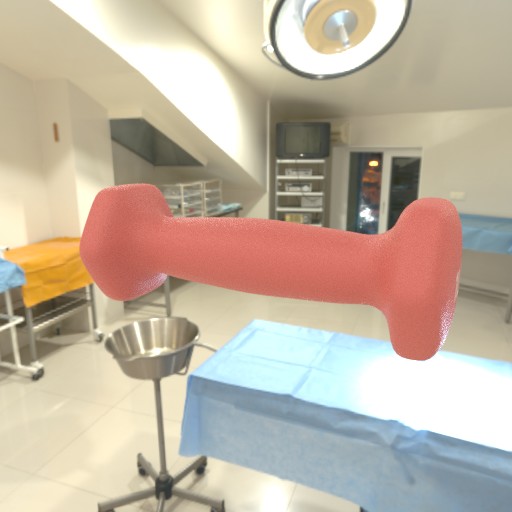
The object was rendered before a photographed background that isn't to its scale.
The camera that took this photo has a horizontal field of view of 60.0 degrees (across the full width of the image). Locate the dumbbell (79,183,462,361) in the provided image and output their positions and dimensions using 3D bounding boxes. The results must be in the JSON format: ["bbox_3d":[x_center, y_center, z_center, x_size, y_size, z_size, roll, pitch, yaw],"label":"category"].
[{"bbox_3d":[0.000,0.000,0.147,0.123,0.043,0.047,7,16,26],"label":"dumbbell"}]
